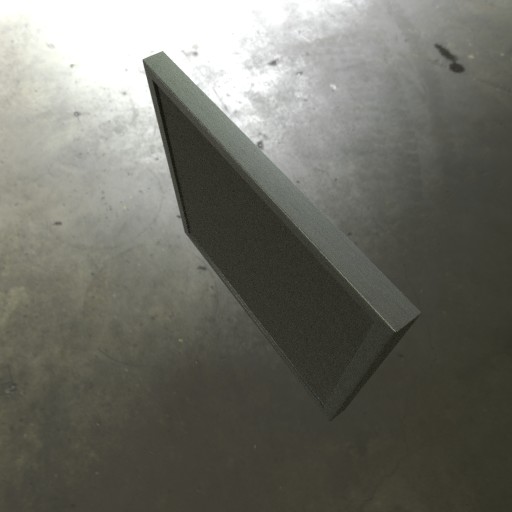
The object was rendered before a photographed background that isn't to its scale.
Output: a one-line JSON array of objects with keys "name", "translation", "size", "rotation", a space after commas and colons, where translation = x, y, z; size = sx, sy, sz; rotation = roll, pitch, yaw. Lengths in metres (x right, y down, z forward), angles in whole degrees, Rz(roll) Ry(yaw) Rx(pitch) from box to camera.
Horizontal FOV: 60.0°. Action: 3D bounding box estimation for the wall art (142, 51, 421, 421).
[{"name": "wall art", "translation": [0.000, 0.000, 0.541], "size": [0.028, 0.330, 0.380], "rotation": [-32, 64, -17]}]
